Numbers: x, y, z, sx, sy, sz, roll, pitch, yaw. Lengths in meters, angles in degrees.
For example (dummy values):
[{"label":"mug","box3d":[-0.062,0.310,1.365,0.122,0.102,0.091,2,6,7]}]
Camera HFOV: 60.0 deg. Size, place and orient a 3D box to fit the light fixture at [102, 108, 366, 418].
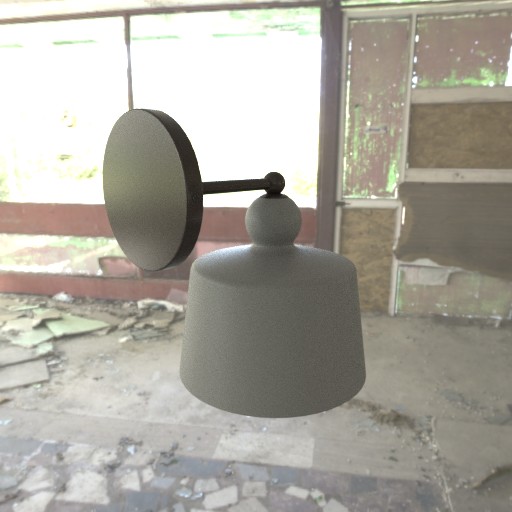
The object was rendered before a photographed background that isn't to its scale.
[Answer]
[{"label":"light fixture","box3d":[0.000,0.000,0.447,0.254,0.268,0.204,-13,18,-43]}]
